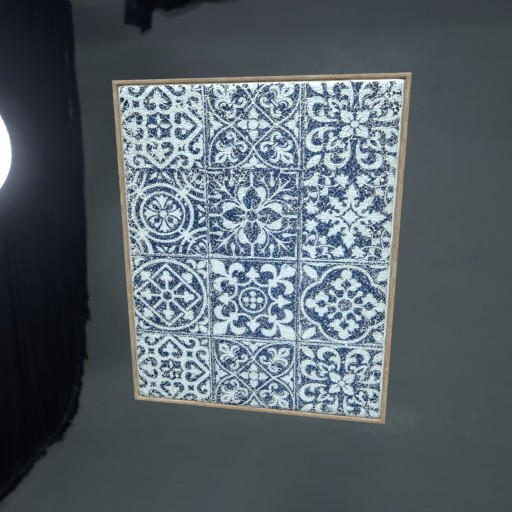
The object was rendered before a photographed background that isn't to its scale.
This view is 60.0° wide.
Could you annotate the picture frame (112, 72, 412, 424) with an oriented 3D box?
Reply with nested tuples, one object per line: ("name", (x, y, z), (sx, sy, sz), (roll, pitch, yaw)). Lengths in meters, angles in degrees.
("picture frame", (0.000, 0.000, 0.702), (0.424, 0.526, 0.043), (2, 14, 9))
